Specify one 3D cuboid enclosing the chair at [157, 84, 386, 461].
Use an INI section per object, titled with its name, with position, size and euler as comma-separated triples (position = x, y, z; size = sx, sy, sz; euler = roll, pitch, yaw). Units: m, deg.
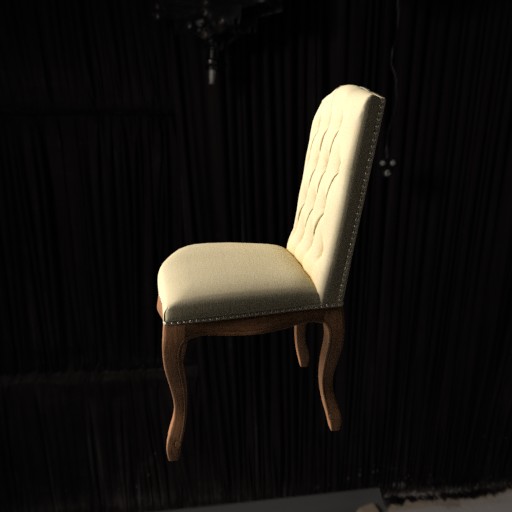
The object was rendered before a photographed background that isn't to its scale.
[chair]
position = 0.000, 0.000, 1.596
size = 0.715, 1.165, 0.623
euler = -2, 16, -8
